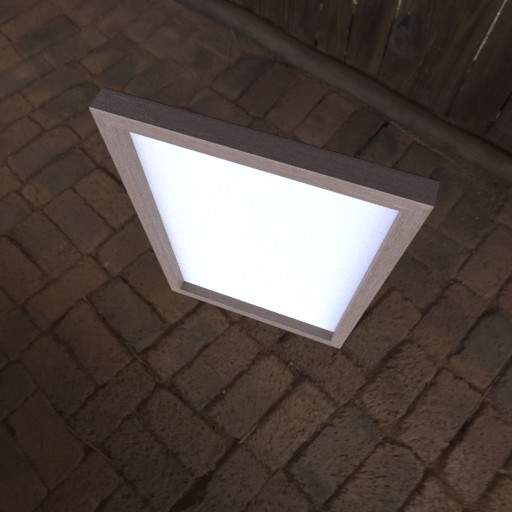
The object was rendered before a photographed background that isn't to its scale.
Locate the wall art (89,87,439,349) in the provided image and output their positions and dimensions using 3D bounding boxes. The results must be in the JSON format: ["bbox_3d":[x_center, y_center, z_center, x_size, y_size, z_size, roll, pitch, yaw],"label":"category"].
[{"bbox_3d":[0.000,0.000,0.668,0.358,0.510,0.032,18,65,9],"label":"wall art"}]
